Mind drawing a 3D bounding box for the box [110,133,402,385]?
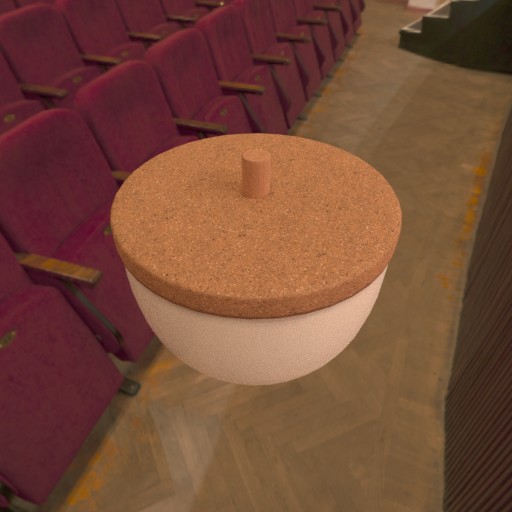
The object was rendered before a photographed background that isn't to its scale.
[{"bbox_3d":[0.000,0.000,0.186,0.107,0.094,0.107,0,41,0],"label":"box"}]
